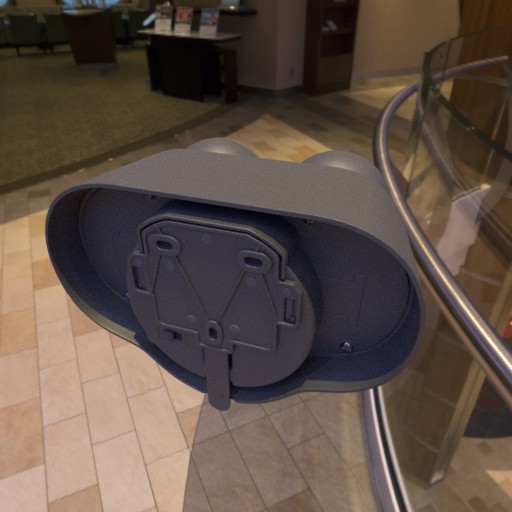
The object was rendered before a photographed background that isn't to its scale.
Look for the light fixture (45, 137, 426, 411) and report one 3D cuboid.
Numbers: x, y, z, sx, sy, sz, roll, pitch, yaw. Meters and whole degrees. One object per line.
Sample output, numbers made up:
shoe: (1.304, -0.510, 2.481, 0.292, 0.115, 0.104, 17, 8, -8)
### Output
light fixture: (0.000, 0.000, 0.325, 0.229, 0.159, 0.159, 10, 34, 16)
